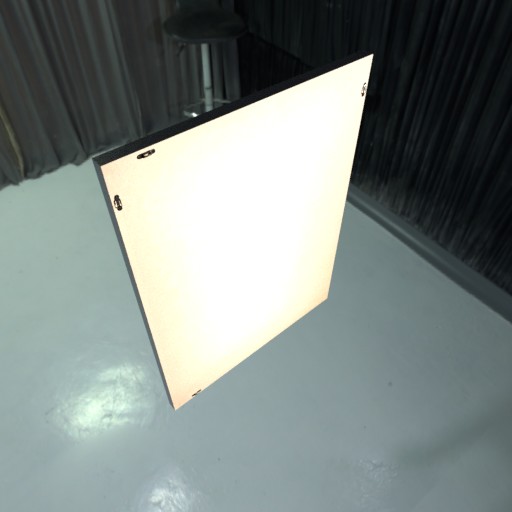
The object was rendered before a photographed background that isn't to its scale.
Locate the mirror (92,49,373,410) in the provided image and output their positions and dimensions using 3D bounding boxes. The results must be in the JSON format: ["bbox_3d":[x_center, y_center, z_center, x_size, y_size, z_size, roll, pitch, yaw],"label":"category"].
[{"bbox_3d":[0.000,0.000,1.346,0.762,1.016,0.040,-32,54,-26],"label":"mirror"}]
